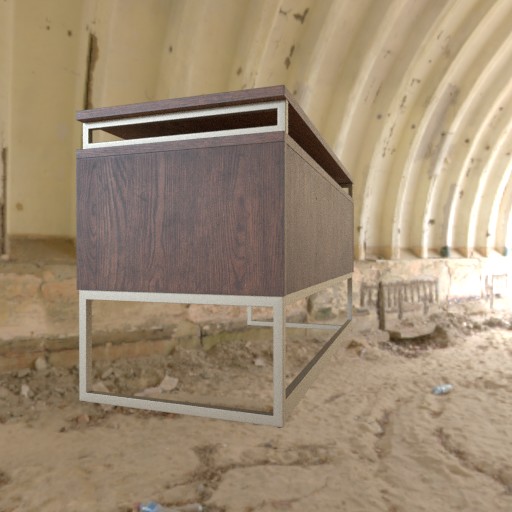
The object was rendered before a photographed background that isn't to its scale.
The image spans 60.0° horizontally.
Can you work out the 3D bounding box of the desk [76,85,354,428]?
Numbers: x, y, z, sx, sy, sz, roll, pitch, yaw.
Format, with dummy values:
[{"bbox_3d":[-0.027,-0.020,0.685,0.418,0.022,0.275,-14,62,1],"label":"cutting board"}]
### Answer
[{"bbox_3d":[0.000,0.000,1.766,0.610,0.792,1.384,0,0,19],"label":"desk"}]
